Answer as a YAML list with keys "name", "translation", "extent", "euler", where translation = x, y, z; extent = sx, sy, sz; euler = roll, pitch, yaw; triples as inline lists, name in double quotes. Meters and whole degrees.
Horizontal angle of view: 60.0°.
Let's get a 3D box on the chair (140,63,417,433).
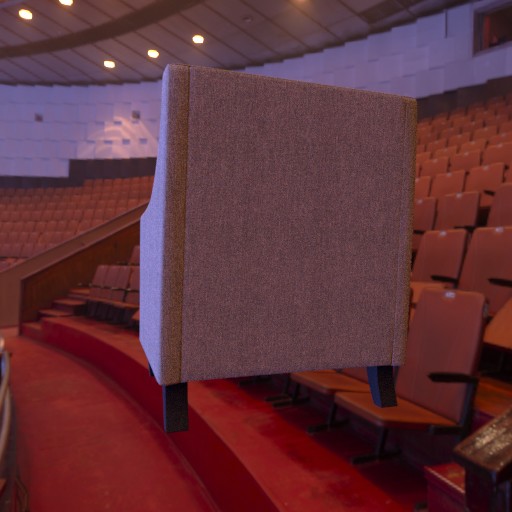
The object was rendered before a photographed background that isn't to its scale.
- name: "chair"
  translation: [0.000, 0.000, 1.625]
  extent: [0.776, 0.967, 0.884]
  euler: [0, -1, -18]
